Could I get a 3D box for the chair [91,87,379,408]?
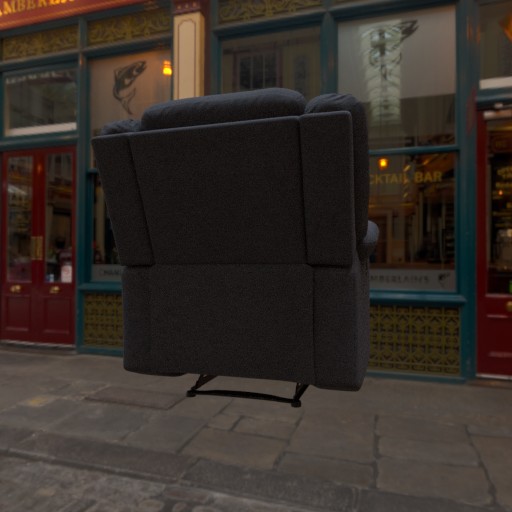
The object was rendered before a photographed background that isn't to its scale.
[{"bbox_3d":[0.000,0.000,1.698,0.899,1.008,0.944,0,-2,17],"label":"chair"}]
